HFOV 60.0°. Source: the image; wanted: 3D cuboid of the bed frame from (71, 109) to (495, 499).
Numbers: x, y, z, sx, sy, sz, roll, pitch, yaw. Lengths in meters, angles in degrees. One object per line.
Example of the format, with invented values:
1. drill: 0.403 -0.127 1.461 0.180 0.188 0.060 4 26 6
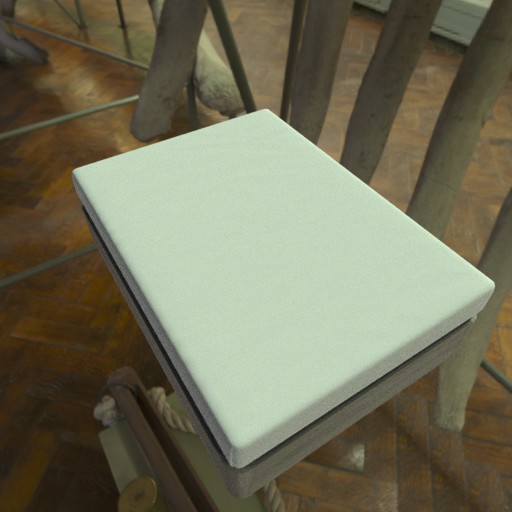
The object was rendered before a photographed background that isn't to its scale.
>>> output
1. bed frame: 0.000 0.000 2.465 1.400 0.561 1.900 -25 51 -22
